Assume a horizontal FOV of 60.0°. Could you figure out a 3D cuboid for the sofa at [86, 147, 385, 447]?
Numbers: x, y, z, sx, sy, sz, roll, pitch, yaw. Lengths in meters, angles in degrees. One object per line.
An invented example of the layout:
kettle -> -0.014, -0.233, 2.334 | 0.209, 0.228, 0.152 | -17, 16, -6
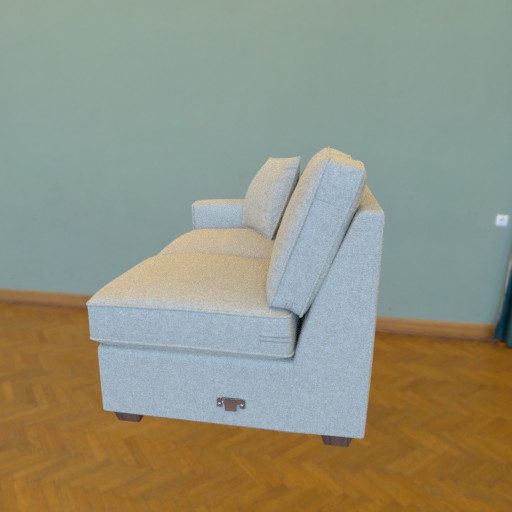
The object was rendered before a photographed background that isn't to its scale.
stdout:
sofa -> 0.000, 0.000, 2.079 | 0.991, 0.989, 1.388 | 3, 16, 9
